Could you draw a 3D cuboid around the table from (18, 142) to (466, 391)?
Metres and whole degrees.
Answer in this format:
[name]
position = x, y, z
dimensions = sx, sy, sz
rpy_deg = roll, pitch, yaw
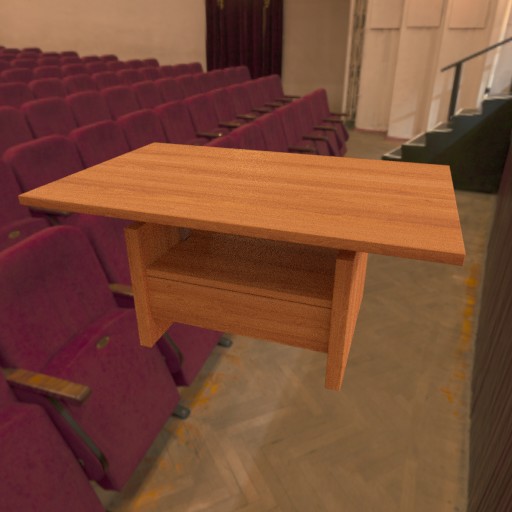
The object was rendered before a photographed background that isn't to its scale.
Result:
[table]
position = 0.000, 0.000, 1.429
dimensions = 1.100, 0.510, 0.700
rpy_deg = 9, 28, 17
